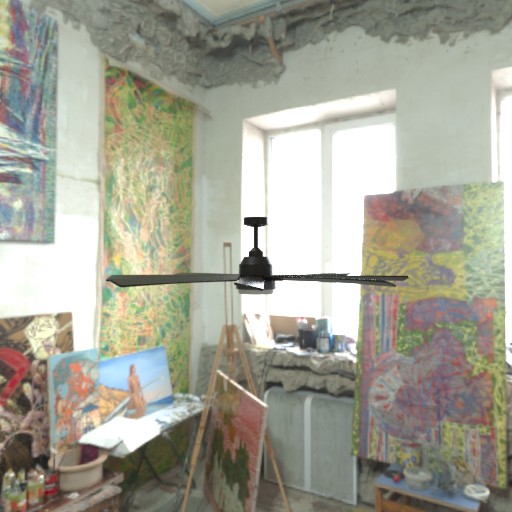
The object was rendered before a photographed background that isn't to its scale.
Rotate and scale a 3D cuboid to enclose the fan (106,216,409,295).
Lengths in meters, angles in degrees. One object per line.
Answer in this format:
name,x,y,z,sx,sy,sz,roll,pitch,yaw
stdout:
fan,0.000,0.000,2.726,1.830,0.472,1.830,0,-1,2
